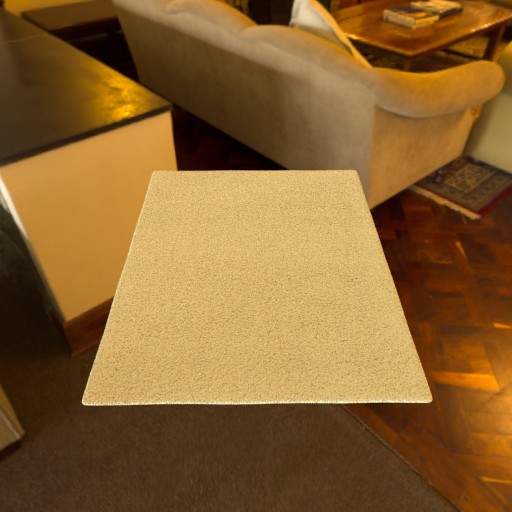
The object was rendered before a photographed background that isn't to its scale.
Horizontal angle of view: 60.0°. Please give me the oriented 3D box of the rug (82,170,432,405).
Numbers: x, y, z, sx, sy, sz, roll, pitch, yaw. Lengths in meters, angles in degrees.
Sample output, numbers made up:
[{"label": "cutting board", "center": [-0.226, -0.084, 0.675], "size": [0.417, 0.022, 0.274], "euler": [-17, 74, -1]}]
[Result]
[{"label": "rug", "center": [0.000, 0.000, 4.193], "size": [2.438, 0.029, 3.047], "euler": [0, 42, 0]}]
